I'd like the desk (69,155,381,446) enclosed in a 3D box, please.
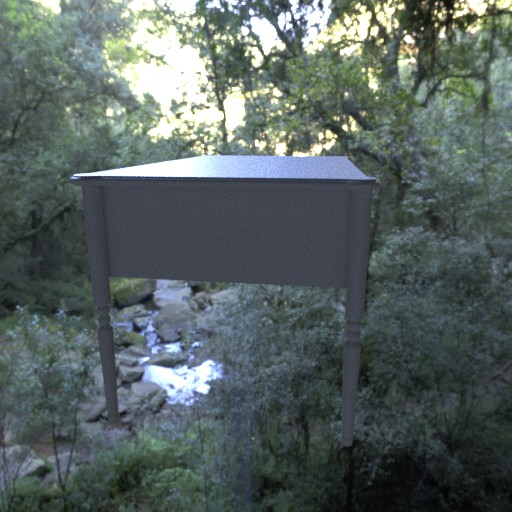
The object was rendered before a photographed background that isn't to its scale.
[{"bbox_3d":[0.000,0.000,1.843,0.807,0.762,1.380,2,15,8],"label":"desk"}]
